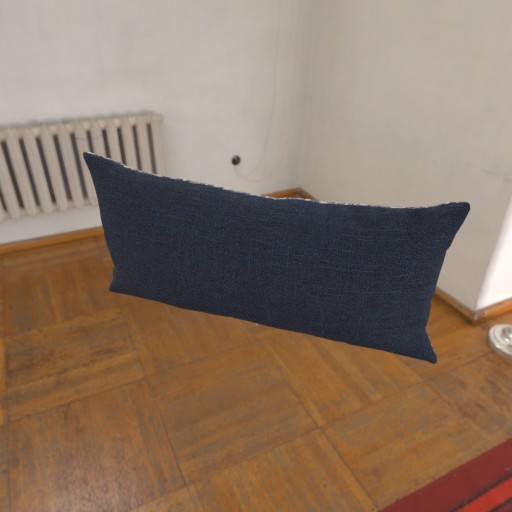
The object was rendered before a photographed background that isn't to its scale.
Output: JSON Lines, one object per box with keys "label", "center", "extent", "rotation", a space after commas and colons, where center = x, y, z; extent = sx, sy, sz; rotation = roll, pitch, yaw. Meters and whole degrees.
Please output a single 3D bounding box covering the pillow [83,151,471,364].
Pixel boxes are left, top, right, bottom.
{"label": "pillow", "center": [0.000, 0.000, 0.741], "extent": [0.631, 0.292, 0.148], "rotation": [10, 34, 16]}
